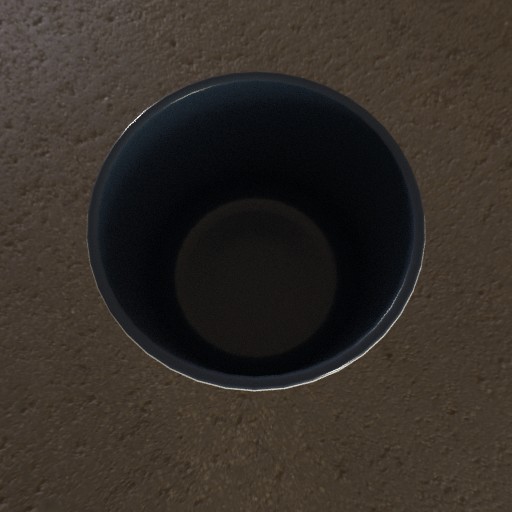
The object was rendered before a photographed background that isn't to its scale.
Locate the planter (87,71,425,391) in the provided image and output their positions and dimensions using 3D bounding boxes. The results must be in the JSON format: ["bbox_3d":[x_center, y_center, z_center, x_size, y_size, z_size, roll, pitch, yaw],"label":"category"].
[{"bbox_3d":[0.000,0.000,0.275,0.159,0.144,0.159,0,74,0],"label":"planter"}]
